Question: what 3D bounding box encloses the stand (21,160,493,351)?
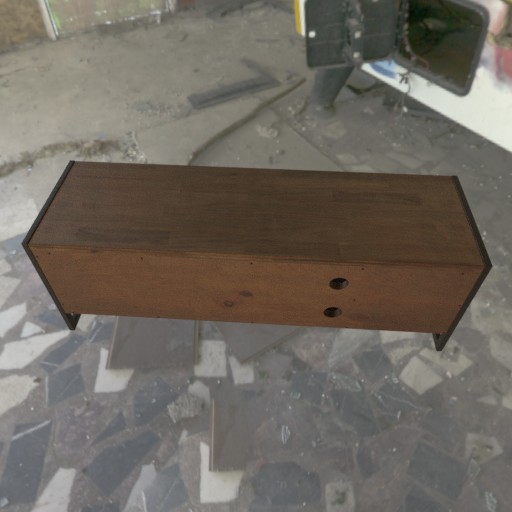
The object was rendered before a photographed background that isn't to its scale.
[{"bbox_3d":[0.000,0.000,1.724,1.480,0.506,0.454,3,48,3],"label":"stand"}]
